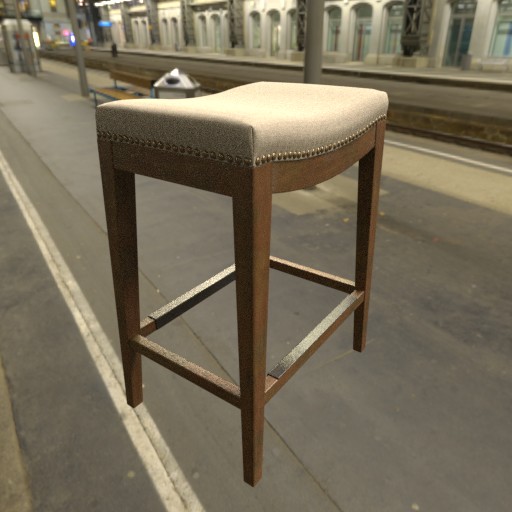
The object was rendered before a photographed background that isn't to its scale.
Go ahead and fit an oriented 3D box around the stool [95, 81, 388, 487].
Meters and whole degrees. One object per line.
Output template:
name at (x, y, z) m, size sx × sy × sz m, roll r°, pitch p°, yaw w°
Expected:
stool at (0.000, 0.000, 0.951) m, size 0.356 × 0.660 × 0.508 m, roll 18°, pitch 31°, yaw 32°
